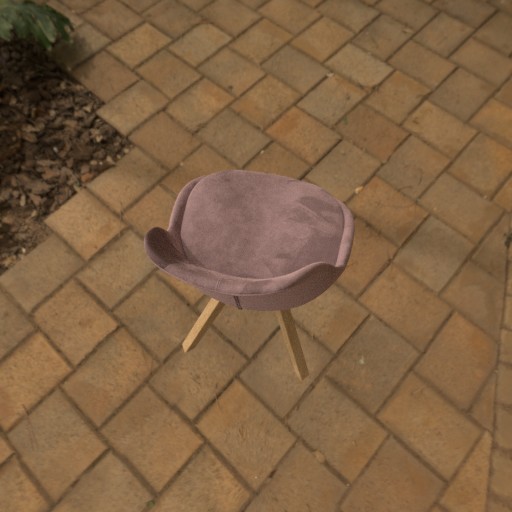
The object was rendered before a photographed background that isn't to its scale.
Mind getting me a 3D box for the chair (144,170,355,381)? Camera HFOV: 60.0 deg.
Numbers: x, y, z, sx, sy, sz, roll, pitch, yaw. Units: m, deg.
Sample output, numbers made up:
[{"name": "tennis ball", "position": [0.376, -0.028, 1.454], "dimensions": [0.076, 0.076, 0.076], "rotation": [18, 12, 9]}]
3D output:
[{"name": "chair", "position": [0.000, 0.000, 1.202], "dimensions": [0.485, 0.850, 0.550], "rotation": [12, 64, 6]}]
